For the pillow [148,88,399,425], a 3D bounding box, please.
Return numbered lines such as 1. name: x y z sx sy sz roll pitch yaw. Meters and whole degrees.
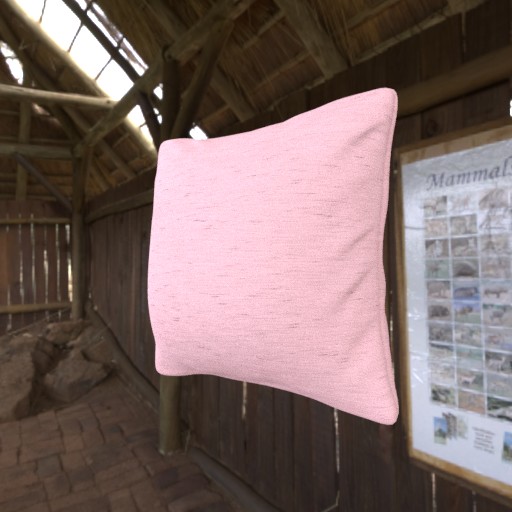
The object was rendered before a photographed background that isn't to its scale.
1. pillow: 0.000 0.000 0.668 0.432 0.415 0.246 -1 -1 37
